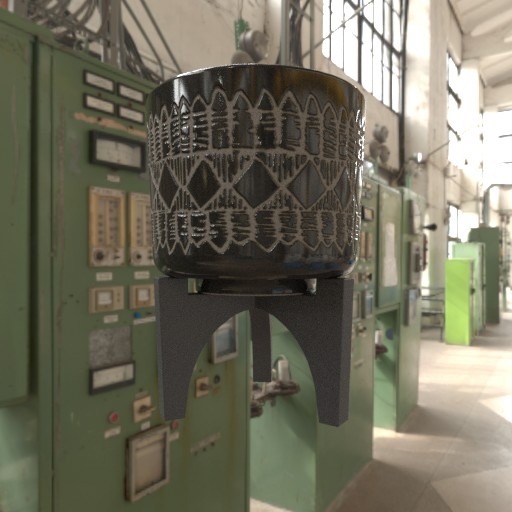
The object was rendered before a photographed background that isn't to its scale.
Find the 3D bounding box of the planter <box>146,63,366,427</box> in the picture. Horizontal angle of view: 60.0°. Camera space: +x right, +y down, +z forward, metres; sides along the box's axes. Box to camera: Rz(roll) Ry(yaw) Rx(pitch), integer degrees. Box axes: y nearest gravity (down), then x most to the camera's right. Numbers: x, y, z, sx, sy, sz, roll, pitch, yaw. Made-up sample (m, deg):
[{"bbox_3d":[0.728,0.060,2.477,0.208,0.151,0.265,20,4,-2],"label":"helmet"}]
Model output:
[{"bbox_3d":[0.000,0.000,0.267,0.129,0.177,0.129,0,0,0],"label":"planter"}]
